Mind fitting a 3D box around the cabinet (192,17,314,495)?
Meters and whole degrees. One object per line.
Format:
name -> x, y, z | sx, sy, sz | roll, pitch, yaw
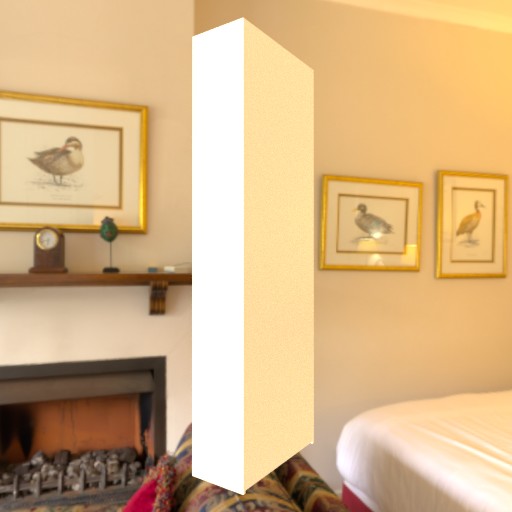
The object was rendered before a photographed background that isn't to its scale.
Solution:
cabinet -> 0.000, 0.000, 1.799 | 0.255, 1.630, 0.520 | 0, 0, 35
